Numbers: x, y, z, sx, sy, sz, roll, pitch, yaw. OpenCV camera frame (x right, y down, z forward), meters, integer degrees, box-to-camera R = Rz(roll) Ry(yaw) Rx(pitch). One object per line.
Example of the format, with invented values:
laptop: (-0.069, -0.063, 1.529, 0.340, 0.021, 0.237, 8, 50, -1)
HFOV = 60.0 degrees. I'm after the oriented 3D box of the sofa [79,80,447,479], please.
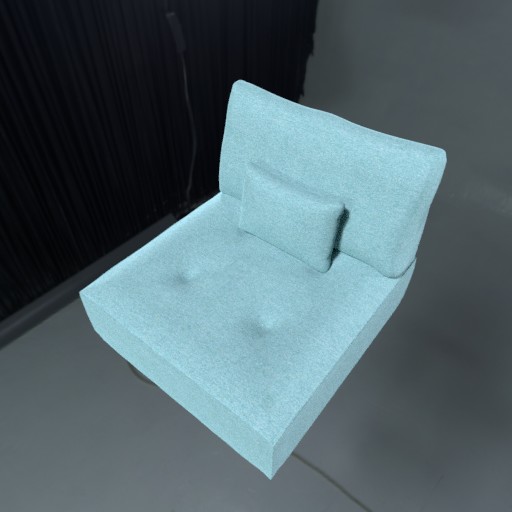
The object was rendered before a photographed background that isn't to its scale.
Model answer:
sofa: (0.000, 0.000, 1.681, 0.930, 0.820, 1.000, 29, 52, 26)
